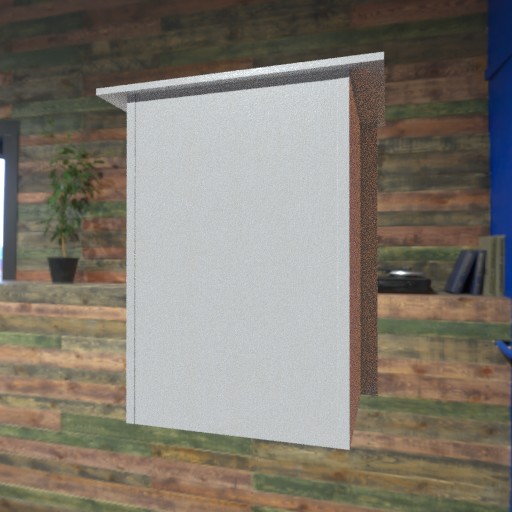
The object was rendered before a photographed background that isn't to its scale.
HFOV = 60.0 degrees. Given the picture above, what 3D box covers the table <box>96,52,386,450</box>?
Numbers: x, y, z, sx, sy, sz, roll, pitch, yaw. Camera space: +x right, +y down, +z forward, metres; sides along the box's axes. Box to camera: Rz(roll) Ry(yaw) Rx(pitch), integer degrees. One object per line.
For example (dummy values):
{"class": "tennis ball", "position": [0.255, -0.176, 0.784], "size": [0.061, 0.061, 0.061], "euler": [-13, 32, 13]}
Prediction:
{"class": "table", "position": [0.000, 0.000, 1.052], "size": [0.589, 0.711, 0.406], "euler": [0, 0, 17]}
